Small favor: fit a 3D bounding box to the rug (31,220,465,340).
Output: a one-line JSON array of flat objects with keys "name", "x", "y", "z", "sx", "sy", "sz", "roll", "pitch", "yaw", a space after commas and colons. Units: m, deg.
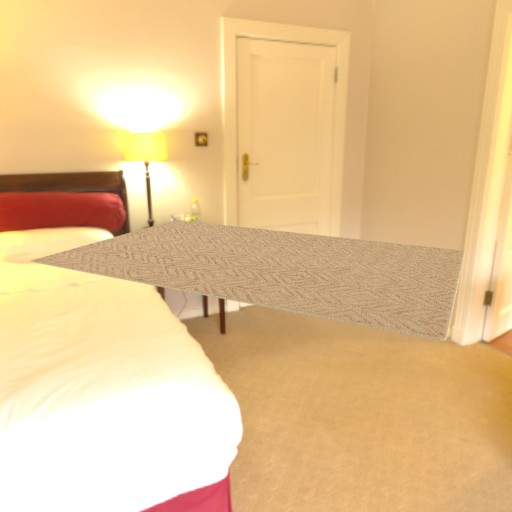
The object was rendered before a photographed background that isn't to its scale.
[{"name": "rug", "x": 0.000, "y": 0.000, "z": 2.913, "sx": 2.438, "sy": 0.008, "sz": 1.523, "roll": 8, "pitch": 17, "yaw": 26}]
